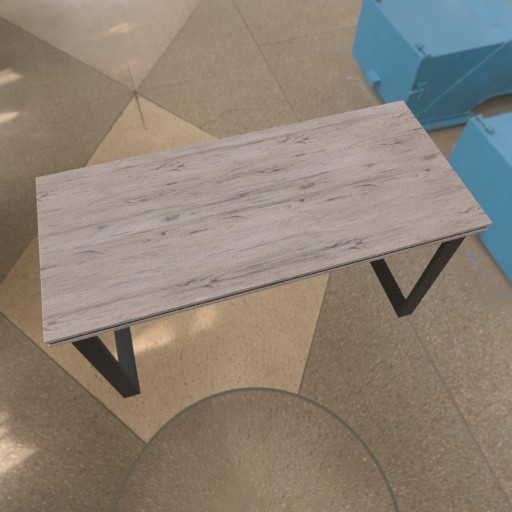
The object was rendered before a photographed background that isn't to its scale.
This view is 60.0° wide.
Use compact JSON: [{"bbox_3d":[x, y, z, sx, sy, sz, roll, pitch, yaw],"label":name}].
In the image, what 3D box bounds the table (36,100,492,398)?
[{"bbox_3d":[0.000,0.000,2.257,1.778,0.899,0.795,-14,59,-9],"label":"table"}]
